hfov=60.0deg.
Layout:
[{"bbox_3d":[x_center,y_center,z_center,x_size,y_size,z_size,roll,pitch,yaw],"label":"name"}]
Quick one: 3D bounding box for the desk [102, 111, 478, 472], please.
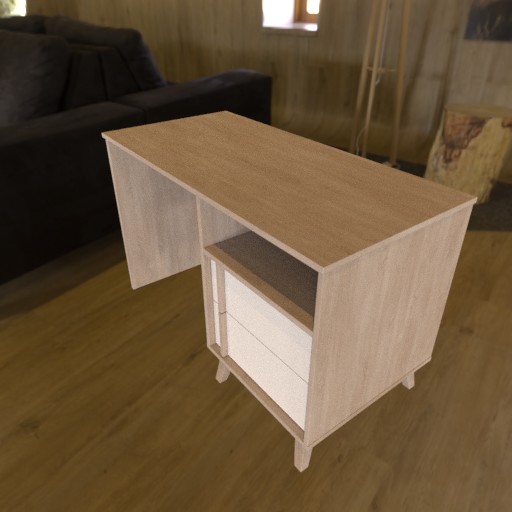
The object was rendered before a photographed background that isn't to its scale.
[{"bbox_3d":[0.000,0.000,1.703,0.600,0.770,1.251,-22,37,-31],"label":"desk"}]
